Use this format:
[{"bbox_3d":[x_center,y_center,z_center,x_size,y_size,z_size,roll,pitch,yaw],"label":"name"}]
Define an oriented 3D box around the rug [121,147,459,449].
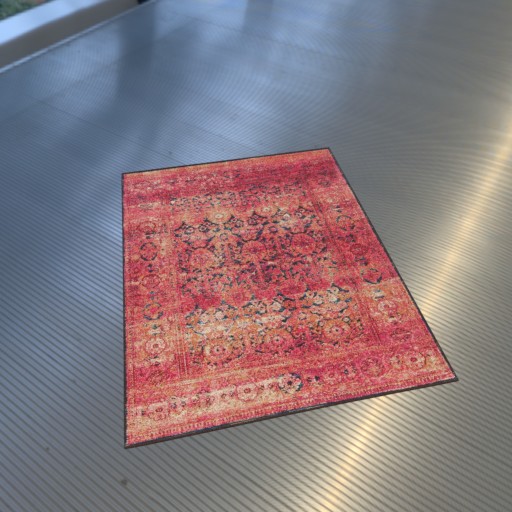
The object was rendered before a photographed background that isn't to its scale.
[{"bbox_3d":[0.000,0.000,4.076,2.411,0.020,3.032,-9,48,-8],"label":"rug"}]
